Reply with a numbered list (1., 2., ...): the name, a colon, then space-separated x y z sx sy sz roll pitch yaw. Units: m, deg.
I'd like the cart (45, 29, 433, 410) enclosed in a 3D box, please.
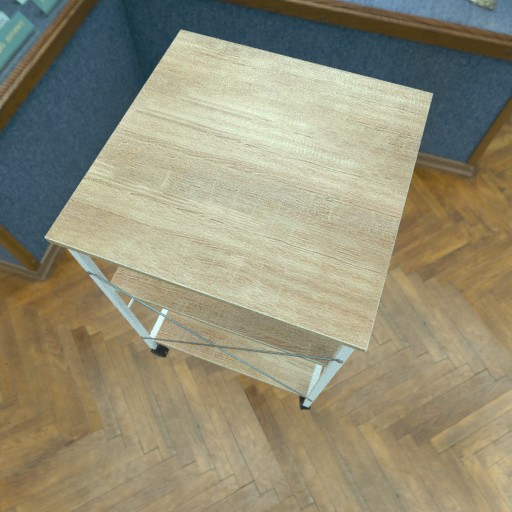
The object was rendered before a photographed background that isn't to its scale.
1. cart: 0.000 0.000 1.109 0.521 0.762 0.520 18 65 9
